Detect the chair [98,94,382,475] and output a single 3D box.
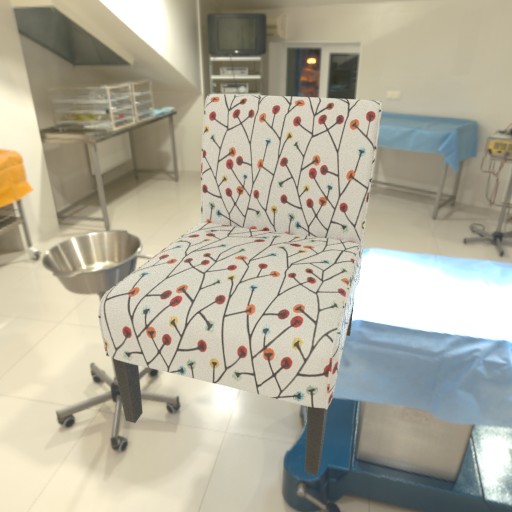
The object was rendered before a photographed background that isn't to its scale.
[{"bbox_3d":[0.000,0.000,1.295,0.597,0.813,0.732,8,27,17],"label":"chair"}]
